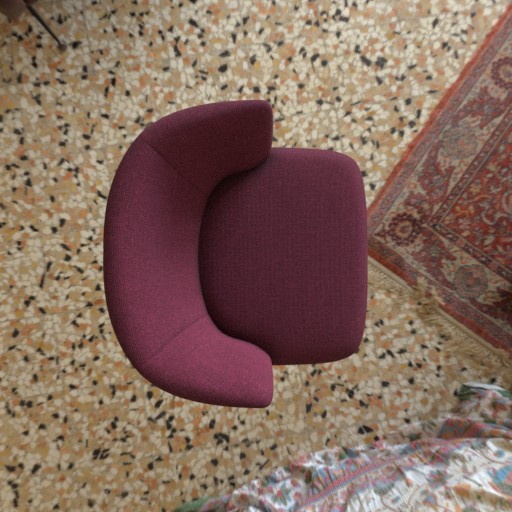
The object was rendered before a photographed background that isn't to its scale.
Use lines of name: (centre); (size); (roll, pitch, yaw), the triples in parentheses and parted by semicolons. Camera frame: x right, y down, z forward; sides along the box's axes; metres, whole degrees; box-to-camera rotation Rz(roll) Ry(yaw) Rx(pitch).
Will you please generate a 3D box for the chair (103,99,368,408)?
chair: (0.000, 0.000, 1.328); (0.660, 0.760, 0.700); (0, 89, 0)
